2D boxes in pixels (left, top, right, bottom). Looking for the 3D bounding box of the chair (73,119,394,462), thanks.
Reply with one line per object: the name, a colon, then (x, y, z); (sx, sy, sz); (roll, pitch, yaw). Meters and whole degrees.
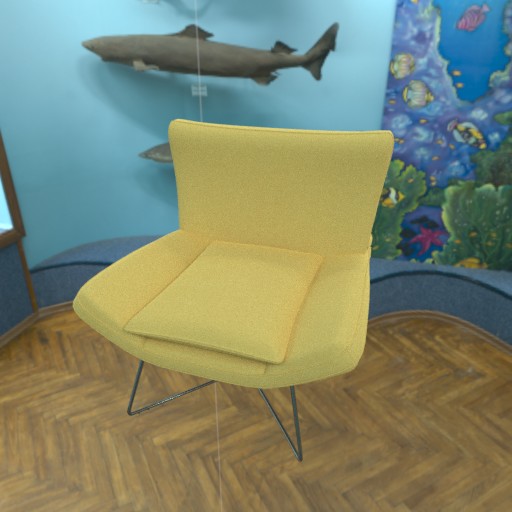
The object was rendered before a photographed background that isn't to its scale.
chair: (0.000, 0.000, 1.608); (0.859, 0.855, 1.008); (8, 27, 16)
